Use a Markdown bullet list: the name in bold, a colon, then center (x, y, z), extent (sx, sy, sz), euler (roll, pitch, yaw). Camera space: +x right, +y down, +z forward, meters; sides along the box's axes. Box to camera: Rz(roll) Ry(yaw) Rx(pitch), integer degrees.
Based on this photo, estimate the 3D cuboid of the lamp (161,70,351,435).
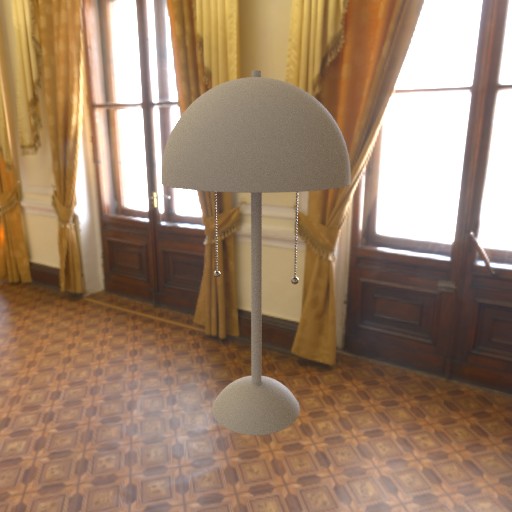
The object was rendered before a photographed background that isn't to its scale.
- **lamp**: center (0.000, 0.000, 0.425), extent (0.171, 0.330, 0.171), euler (0, 15, 0)
